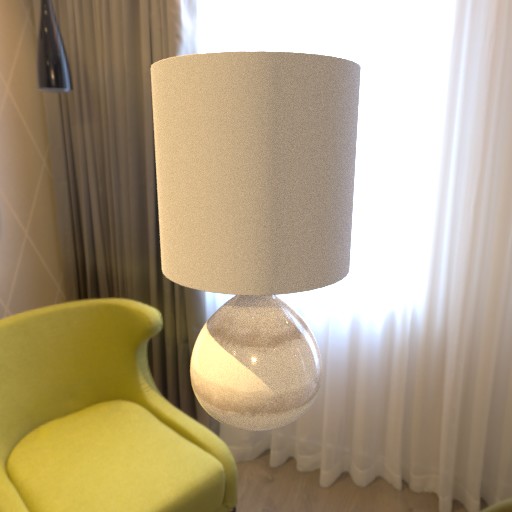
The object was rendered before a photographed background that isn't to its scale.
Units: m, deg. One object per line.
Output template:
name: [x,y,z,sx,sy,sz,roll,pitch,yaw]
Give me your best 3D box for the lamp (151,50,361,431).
lamp: [0.000,0.000,0.518,0.217,0.404,0.217,-3,15,-10]
